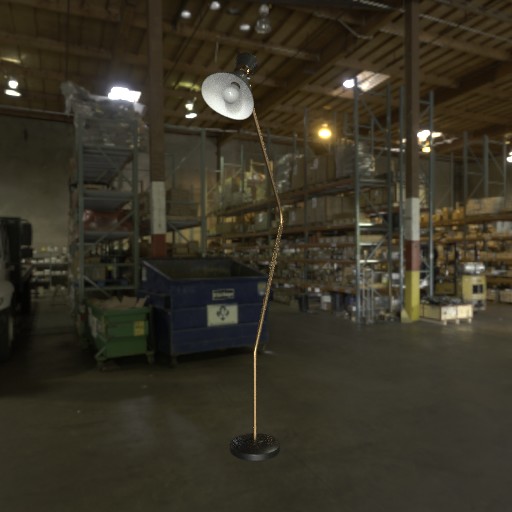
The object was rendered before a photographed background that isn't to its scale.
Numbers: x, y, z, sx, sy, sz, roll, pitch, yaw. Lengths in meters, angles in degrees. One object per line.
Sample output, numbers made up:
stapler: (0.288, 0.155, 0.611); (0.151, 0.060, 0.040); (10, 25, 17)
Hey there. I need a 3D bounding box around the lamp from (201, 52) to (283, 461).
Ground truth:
lamp: (0.000, 0.000, 1.590); (0.467, 1.438, 0.277); (0, 0, -37)
